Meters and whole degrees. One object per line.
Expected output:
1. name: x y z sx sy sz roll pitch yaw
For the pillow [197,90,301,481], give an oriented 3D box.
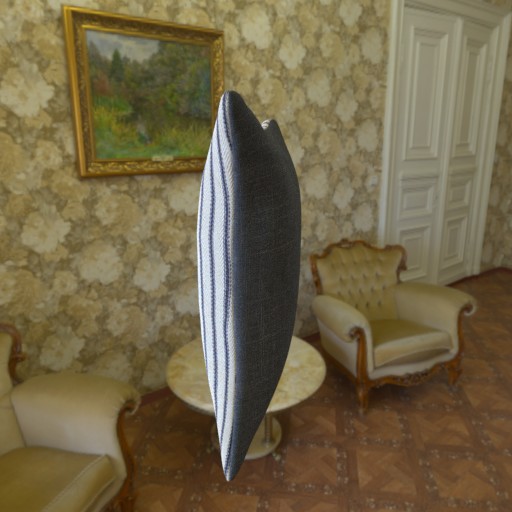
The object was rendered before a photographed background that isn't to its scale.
1. pillow: 0.000 0.000 0.701 0.138 0.444 0.468 2 14 7
